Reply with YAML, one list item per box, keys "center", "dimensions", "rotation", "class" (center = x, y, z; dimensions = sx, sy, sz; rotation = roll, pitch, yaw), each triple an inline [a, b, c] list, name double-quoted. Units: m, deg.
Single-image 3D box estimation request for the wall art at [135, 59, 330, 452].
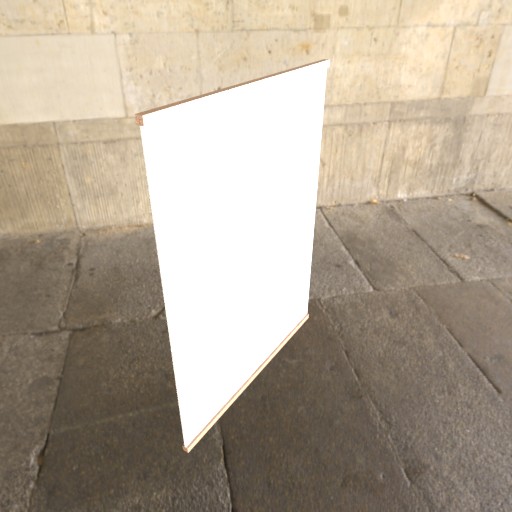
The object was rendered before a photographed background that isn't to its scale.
- center: [0.000, 0.000, 0.811]
  dimensions: [0.012, 0.608, 0.459]
  rotation: [20, 37, 28]
  class: "wall art"
